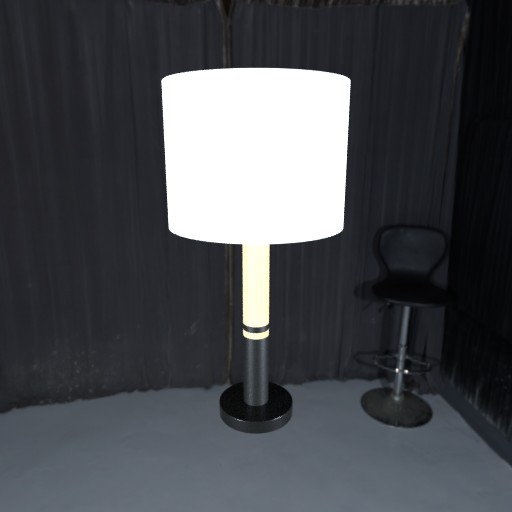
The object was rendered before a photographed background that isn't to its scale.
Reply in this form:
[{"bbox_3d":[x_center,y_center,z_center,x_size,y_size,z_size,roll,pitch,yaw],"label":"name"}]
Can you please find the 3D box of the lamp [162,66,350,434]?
[{"bbox_3d":[0.000,0.000,0.805,0.305,0.640,0.305,-2,15,-8],"label":"lamp"}]
